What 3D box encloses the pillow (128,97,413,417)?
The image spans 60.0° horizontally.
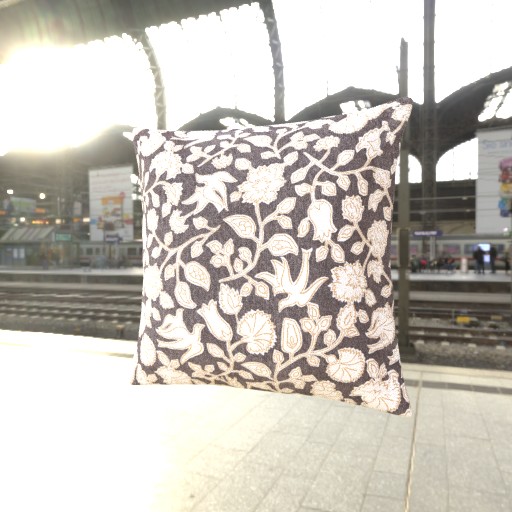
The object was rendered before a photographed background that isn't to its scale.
[{"bbox_3d":[0.000,0.000,0.788,0.526,0.507,0.166,0,0,20],"label":"pillow"}]
